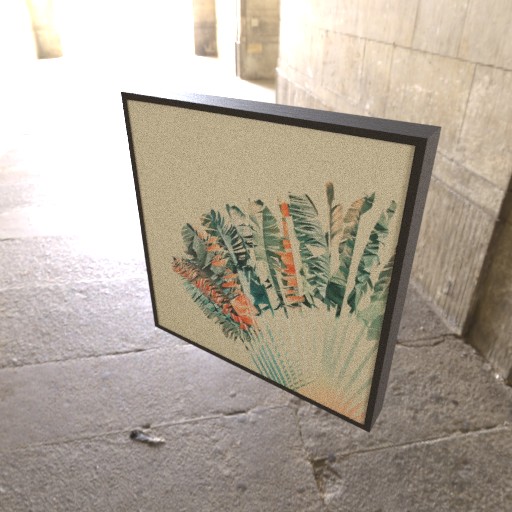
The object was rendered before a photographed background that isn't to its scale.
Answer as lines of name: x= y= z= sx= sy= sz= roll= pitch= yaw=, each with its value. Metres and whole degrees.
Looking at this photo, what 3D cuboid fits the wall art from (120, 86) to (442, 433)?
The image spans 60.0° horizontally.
wall art: x=0.000 y=0.000 z=0.459 sx=0.302 sy=0.300 sz=0.036 roll=19 pitch=35 yaw=29
